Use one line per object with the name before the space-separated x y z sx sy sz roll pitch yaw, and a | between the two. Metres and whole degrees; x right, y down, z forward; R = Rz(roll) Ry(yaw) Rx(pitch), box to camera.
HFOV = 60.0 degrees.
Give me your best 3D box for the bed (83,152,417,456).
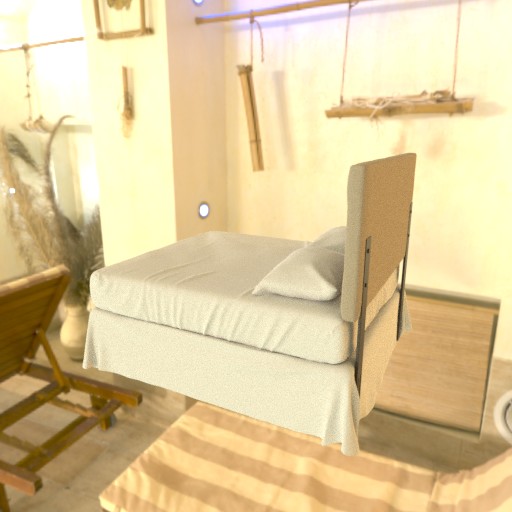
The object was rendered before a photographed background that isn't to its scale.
bed | 0.000 0.000 3.500 2.222 1.577 1.936 8 17 26
